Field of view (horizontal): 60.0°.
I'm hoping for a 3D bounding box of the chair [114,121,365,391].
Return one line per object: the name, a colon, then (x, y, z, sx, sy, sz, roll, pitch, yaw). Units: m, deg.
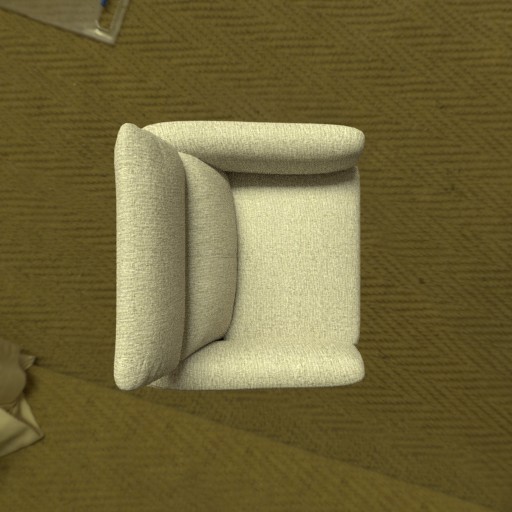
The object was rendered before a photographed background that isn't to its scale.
chair: (0.000, 0.000, 1.680, 0.835, 0.967, 0.972, 0, 90, 1)
